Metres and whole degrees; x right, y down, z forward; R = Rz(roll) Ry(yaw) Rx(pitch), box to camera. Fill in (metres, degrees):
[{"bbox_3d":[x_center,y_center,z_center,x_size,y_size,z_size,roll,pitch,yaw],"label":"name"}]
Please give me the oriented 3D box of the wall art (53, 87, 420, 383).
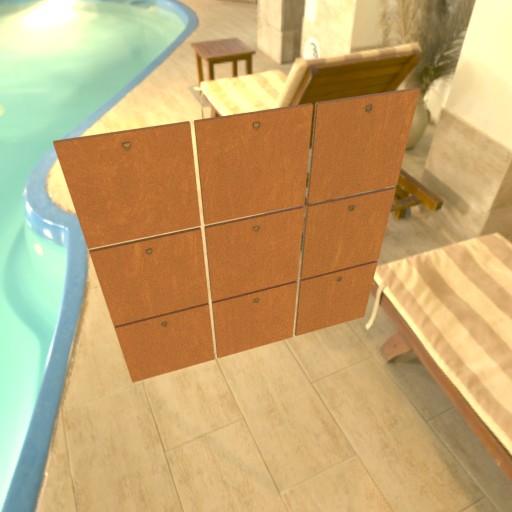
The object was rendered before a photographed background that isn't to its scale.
[{"bbox_3d":[0.000,0.000,1.359,0.915,0.913,0.018,-13,43,-14],"label":"wall art"}]
